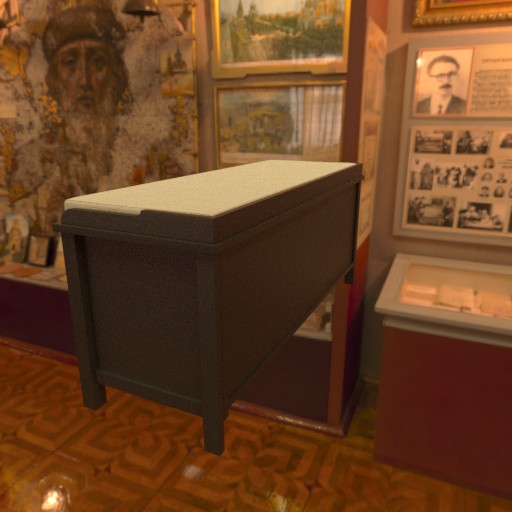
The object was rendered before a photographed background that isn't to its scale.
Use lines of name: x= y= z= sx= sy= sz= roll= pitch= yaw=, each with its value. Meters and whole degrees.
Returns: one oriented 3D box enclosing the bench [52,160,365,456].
bench: x=0.000 y=0.000 z=1.396 sx=0.398 sy=0.501 sz=1.140 roll=8 pitch=19 yaw=25
